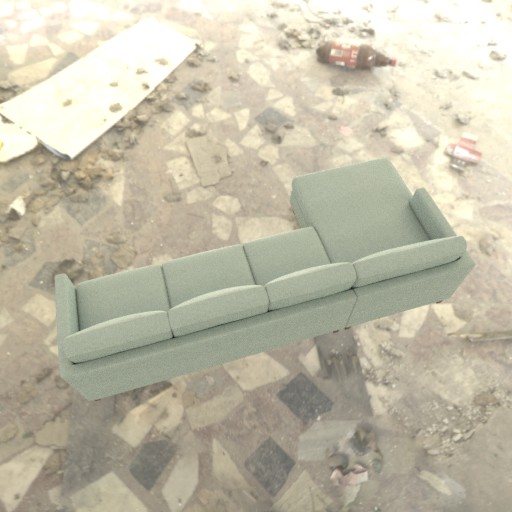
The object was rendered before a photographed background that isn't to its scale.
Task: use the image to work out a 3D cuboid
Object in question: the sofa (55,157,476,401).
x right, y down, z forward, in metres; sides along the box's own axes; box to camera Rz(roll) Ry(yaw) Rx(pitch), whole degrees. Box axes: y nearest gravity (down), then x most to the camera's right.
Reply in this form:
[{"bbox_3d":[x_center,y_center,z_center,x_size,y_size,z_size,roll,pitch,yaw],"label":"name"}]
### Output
[{"bbox_3d":[0.000,0.000,4.123,3.470,0.953,1.600,-14,58,-9],"label":"sofa"}]
